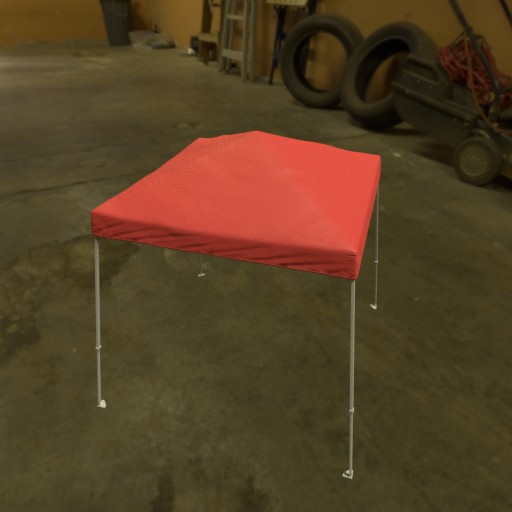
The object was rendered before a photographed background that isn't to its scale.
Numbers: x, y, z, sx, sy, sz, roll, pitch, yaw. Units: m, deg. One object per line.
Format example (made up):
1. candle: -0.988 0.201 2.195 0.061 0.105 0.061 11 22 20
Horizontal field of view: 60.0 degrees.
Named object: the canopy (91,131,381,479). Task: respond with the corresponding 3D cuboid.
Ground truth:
1. canopy: 0.000 0.000 5.057 2.849 2.849 2.848 9 33 15
